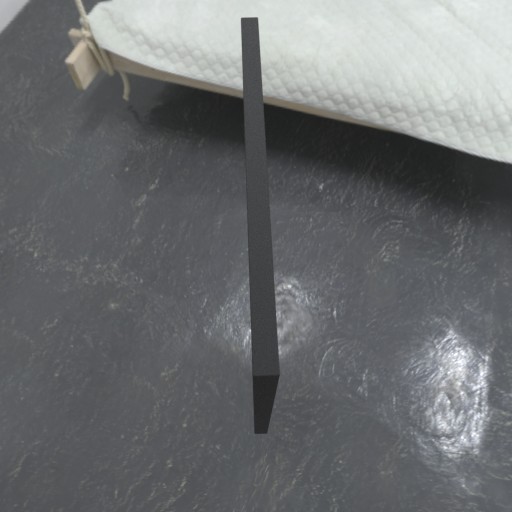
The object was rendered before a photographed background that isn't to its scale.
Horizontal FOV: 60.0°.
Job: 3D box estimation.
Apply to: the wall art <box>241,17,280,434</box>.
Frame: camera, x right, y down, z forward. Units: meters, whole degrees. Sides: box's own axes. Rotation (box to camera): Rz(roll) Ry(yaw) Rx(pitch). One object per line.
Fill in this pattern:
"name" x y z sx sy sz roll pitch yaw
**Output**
"wall art" 0.000 0.000 1.116 0.037 0.763 0.763 -2 63 -1
